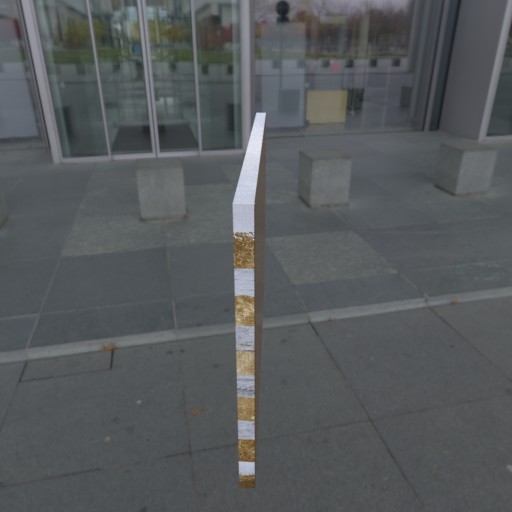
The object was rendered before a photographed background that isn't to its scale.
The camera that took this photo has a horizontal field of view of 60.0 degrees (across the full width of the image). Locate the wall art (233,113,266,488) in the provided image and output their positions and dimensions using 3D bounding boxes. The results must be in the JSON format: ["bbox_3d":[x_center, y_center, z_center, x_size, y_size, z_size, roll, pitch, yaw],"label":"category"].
[{"bbox_3d":[0.000,0.000,1.479,0.041,0.762,1.145,1,26,2],"label":"wall art"}]
